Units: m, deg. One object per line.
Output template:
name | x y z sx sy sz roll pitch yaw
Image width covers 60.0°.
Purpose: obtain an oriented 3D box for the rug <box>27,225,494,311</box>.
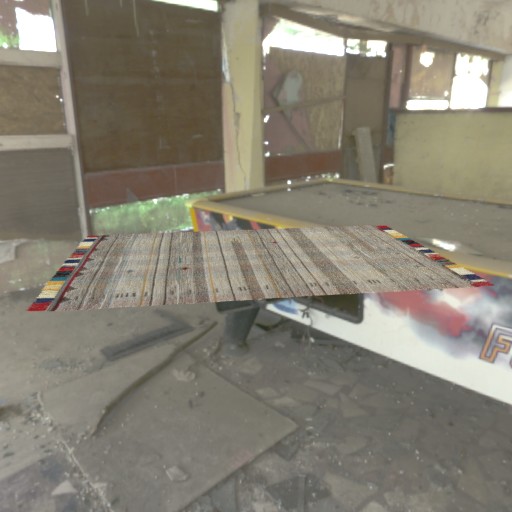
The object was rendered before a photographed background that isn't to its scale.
rug | 0.000 0.000 2.945 2.465 0.012 1.465 -3 18 -8
